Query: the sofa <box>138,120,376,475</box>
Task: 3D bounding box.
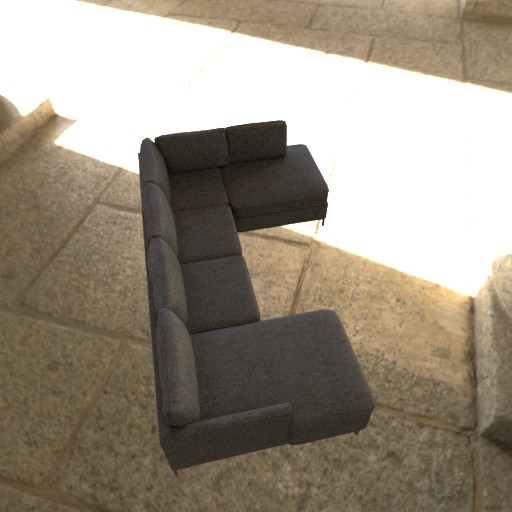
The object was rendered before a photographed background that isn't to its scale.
[{"bbox_3d":[0.000,0.000,4.314,2.048,0.999,3.423,-9,48,-9],"label":"sofa"}]
